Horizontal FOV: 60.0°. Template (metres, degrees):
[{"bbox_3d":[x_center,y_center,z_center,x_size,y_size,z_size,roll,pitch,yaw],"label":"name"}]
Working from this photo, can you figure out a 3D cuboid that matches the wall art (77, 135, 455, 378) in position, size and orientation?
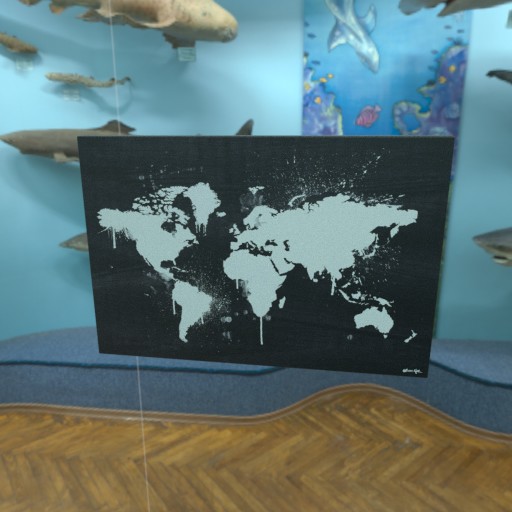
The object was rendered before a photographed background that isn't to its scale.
[{"bbox_3d":[0.000,0.000,0.779,0.610,0.409,0.038,2,15,8],"label":"wall art"}]
